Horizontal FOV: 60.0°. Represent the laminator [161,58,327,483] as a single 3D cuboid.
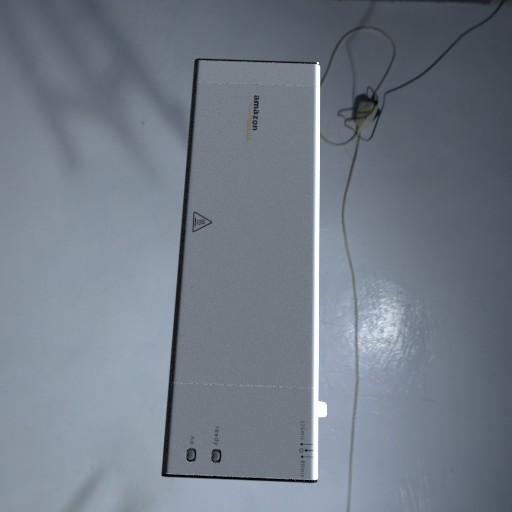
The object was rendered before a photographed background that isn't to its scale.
[{"bbox_3d":[0.000,0.000,0.381,0.123,0.062,0.340,2,77,1],"label":"laminator"}]
